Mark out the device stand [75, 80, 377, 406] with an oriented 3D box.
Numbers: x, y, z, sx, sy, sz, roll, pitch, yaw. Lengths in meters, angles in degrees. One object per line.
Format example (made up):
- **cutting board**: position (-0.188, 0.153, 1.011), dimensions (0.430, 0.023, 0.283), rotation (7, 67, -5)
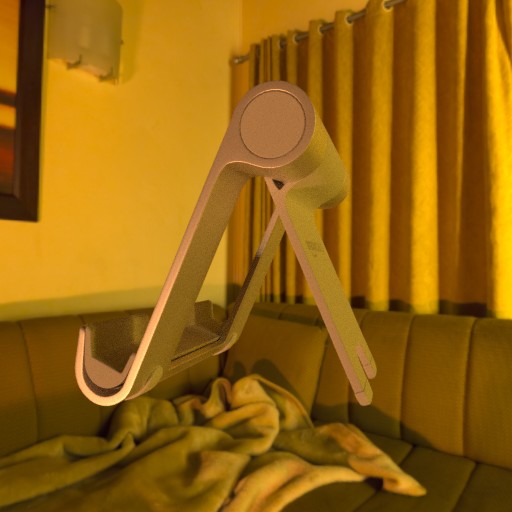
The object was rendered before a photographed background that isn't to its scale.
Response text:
- **device stand**: position (0.000, 0.000, 0.153), dimensions (0.079, 0.084, 0.086), rotation (0, -1, 17)
